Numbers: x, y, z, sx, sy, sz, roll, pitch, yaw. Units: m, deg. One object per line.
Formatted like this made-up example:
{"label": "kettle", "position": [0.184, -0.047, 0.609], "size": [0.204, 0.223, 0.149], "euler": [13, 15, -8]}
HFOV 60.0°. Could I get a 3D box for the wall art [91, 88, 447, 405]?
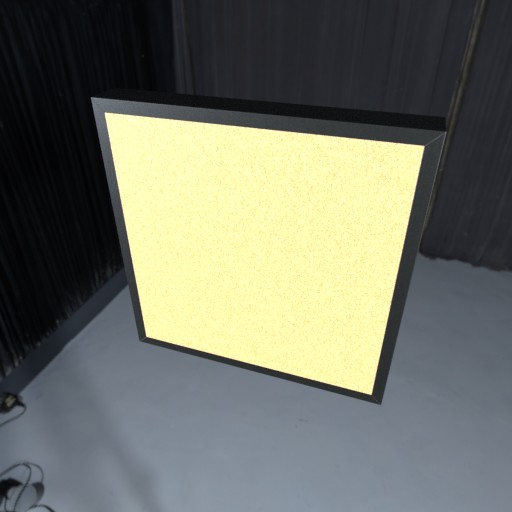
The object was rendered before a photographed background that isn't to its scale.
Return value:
{"label": "wall art", "position": [0.000, 0.000, 0.459], "size": [0.304, 0.304, 0.038], "euler": [11, 35, 16]}
